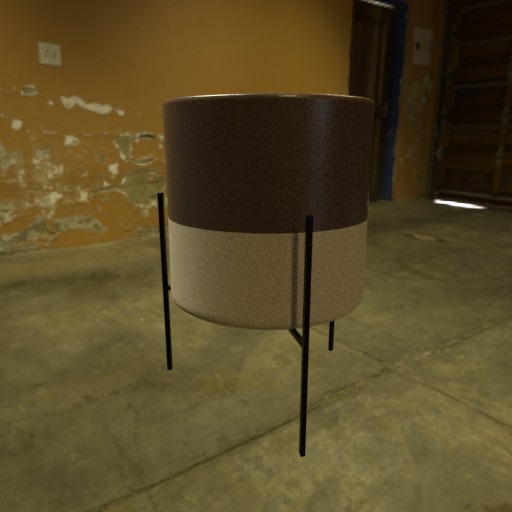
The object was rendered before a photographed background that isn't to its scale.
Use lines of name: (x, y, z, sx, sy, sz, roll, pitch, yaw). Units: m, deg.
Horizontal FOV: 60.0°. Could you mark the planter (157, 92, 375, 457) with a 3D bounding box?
planter: (0.000, 0.000, 0.536, 0.260, 0.353, 0.250, 2, 15, 9)
